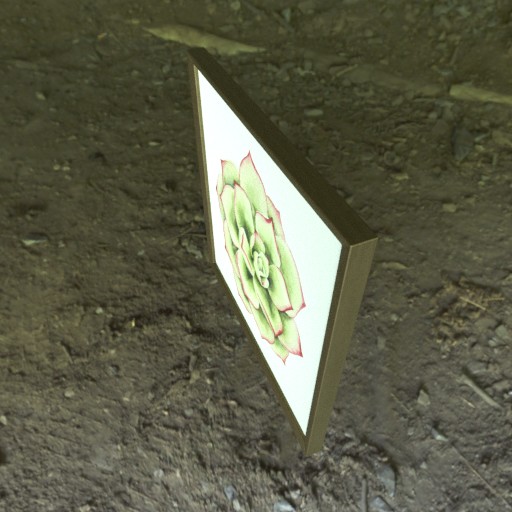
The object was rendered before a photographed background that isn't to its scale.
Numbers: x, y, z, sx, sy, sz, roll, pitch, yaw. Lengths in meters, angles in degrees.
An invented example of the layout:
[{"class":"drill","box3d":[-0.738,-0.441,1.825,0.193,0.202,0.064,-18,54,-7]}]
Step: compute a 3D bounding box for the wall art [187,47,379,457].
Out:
[{"class":"wall art","box3d":[0.000,0.000,0.748,0.031,0.506,0.503,-17,48,-16]}]
